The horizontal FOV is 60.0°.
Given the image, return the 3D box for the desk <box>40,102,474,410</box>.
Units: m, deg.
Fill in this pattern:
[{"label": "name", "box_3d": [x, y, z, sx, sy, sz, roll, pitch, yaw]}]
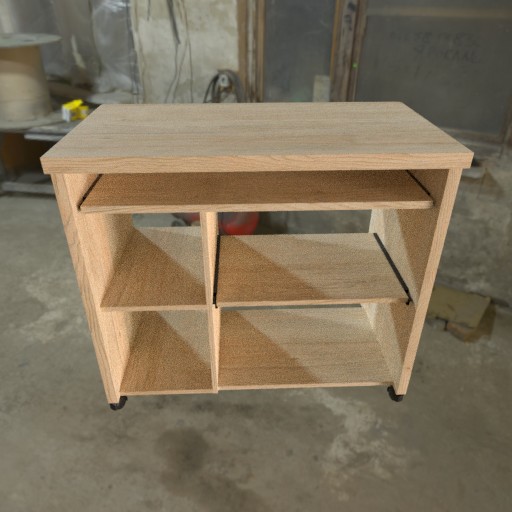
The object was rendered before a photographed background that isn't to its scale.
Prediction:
[{"label": "desk", "box_3d": [0.000, 0.000, 1.306, 0.885, 0.770, 0.480, -1, 31, -2]}]
